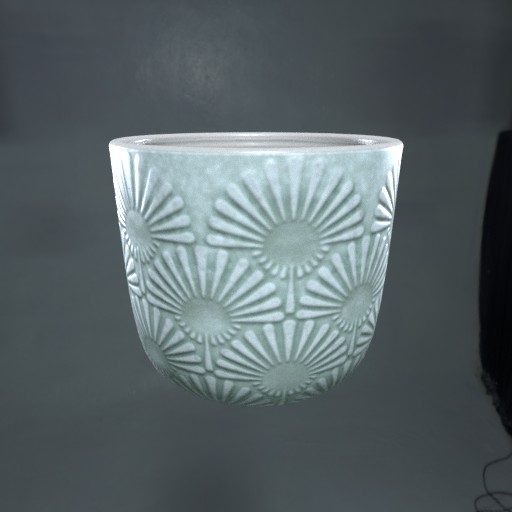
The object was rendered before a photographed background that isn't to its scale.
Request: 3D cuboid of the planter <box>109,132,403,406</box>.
[{"bbox_3d":[0.000,0.000,0.212,0.124,0.109,0.124,0,18,0],"label":"planter"}]
